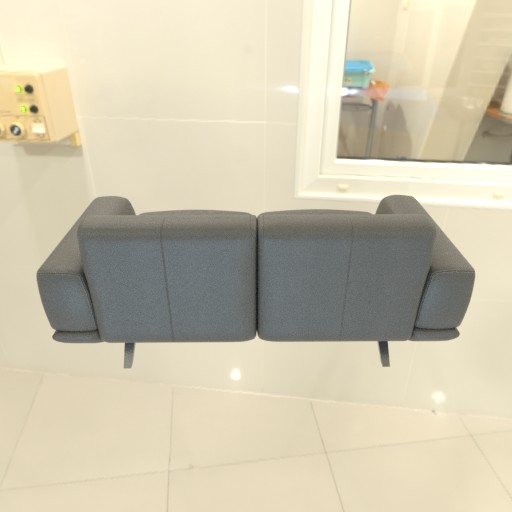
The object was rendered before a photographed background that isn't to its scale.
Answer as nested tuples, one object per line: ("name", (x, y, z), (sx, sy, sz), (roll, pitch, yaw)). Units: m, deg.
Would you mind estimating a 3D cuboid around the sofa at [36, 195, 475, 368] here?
("sofa", (0.000, 0.000, 2.331), (1.901, 0.772, 0.900), (0, 30, 0))
